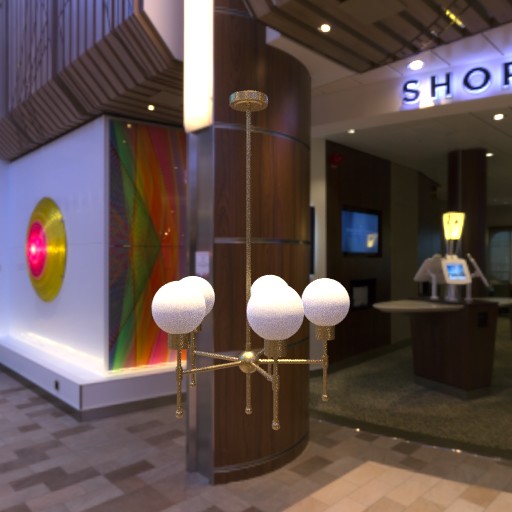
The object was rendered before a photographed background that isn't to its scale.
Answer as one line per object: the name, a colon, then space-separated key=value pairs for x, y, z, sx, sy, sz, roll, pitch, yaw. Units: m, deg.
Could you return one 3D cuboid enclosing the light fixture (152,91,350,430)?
light fixture: x=0.000 y=0.000 z=1.868 sx=0.785 sy=1.331 sz=0.815 roll=0 pitch=0 yaw=0
